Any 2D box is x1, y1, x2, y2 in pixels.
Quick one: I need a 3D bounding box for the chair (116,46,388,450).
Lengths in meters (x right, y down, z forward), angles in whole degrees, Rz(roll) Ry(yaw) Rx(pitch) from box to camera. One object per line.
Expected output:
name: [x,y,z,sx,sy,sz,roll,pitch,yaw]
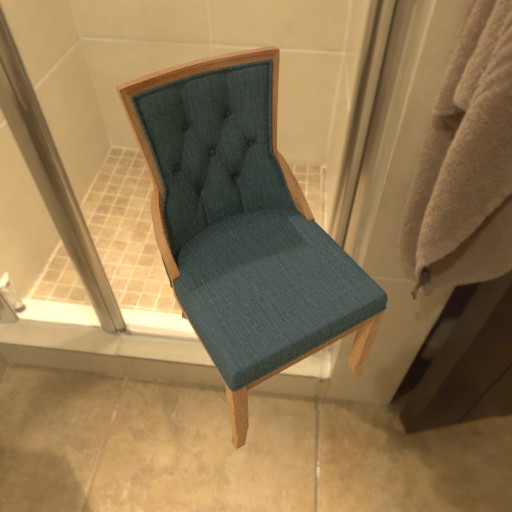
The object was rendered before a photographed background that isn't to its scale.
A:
chair: [0.000,0.000,1.339,0.524,0.947,0.641,-24,52,-20]
